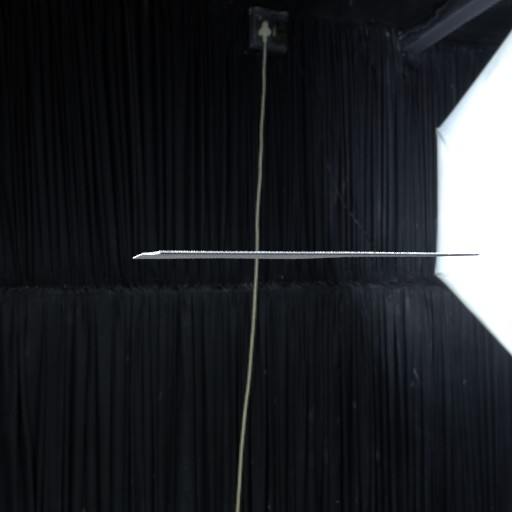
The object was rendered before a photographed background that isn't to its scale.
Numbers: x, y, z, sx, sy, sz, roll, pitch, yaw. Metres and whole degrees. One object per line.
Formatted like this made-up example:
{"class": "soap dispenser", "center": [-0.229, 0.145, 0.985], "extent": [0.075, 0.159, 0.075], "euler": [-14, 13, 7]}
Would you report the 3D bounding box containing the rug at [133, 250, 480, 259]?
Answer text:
{"class": "rug", "center": [0.000, 0.000, 2.274], "extent": [1.149, 0.021, 1.773], "euler": [0, -1, -18]}
